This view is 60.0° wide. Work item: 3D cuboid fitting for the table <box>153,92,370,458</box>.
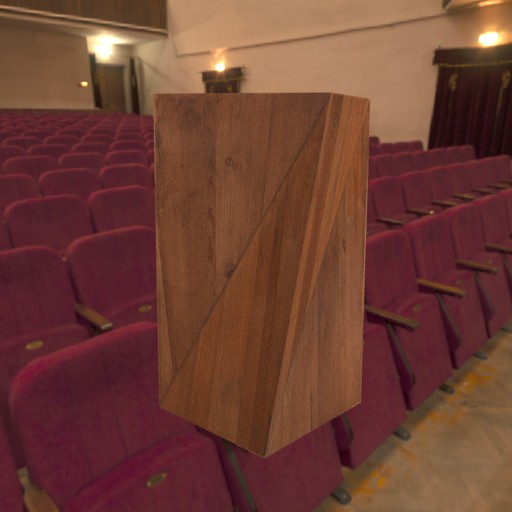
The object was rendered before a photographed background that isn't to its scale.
[{"bbox_3d":[0.000,0.000,0.897,0.441,0.604,0.425,-16,24,-42],"label":"table"}]
